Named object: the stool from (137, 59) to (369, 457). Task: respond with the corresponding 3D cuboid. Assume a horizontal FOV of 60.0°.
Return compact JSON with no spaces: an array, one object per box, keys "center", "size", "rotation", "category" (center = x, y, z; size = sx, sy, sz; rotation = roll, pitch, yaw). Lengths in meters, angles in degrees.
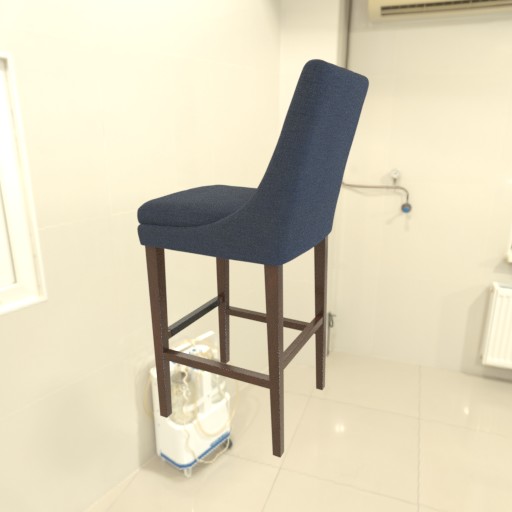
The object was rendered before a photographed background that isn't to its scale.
[{"center":[0.000,0.000,1.402],"size":[0.577,1.078,0.470],"rotation":[8,19,26],"category":"stool"}]
